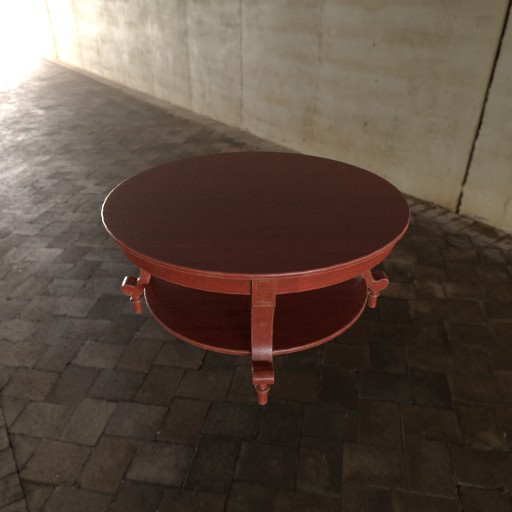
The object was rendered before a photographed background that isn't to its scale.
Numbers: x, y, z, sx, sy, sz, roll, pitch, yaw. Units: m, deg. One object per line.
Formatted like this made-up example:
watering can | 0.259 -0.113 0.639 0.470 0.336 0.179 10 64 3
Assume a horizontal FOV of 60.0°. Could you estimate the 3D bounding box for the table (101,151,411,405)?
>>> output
table | 0.000 0.000 1.652 1.029 0.486 1.029 0 30 0
